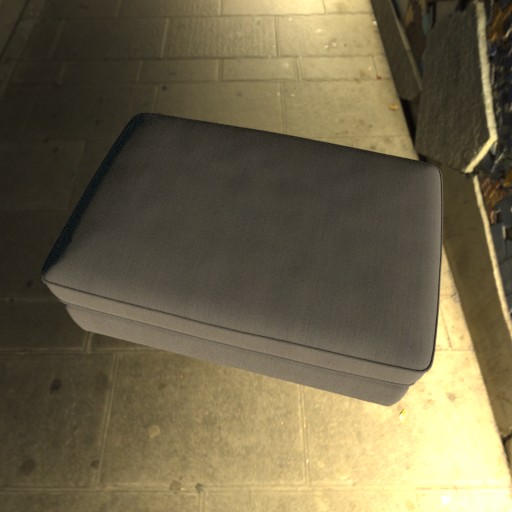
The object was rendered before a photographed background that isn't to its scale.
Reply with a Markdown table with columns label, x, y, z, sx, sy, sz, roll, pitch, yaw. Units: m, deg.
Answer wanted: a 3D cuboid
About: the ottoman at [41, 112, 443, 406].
| label | x | y | z | sx | sy | sz | roll | pitch | yaw |
| --- | --- | --- | --- | --- | --- | --- | --- | --- | --- |
| ottoman | 0.000 | 0.000 | 1.302 | 0.941 | 0.480 | 0.636 | 12 | 59 | 8 |
